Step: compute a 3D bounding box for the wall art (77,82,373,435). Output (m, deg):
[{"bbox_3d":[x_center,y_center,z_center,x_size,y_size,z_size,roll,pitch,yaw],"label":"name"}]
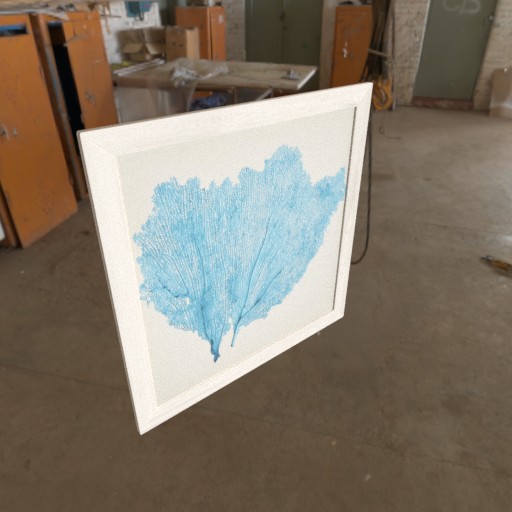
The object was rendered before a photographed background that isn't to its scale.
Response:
[{"bbox_3d":[0.000,0.000,0.871,0.584,0.584,0.013,-22,37,-33],"label":"wall art"}]
